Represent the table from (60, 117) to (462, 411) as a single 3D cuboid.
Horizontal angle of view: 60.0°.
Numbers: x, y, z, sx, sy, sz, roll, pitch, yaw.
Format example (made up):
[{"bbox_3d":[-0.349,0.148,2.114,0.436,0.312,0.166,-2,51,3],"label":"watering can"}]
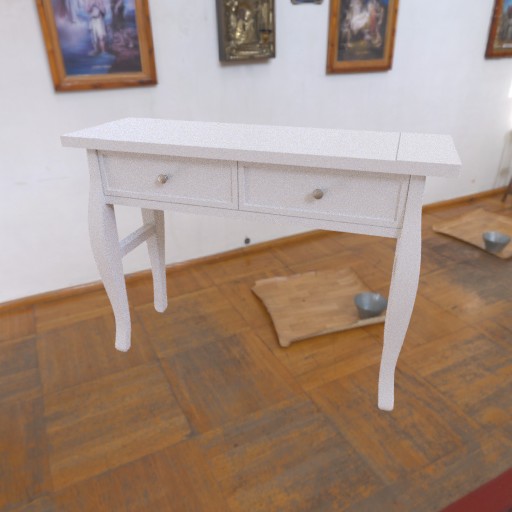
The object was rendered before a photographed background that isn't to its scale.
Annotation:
[{"bbox_3d":[0.000,0.000,1.437,1.062,0.768,0.373,8,27,16],"label":"table"}]
